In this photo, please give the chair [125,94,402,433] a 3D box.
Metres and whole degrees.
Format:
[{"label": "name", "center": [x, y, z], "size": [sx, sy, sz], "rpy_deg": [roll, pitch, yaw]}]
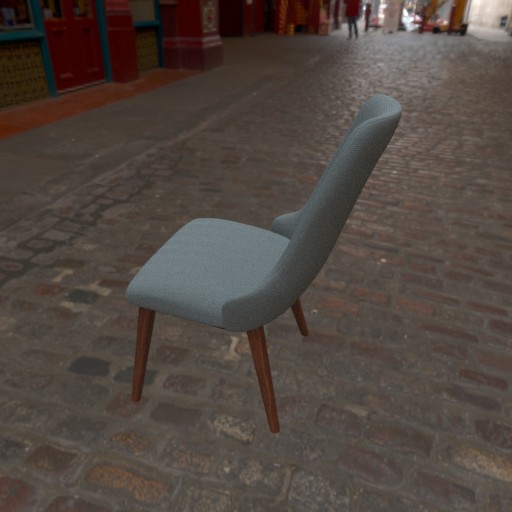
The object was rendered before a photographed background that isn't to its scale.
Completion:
[{"label": "chair", "center": [0.000, 0.000, 1.342], "size": [0.707, 0.918, 0.535], "rpy_deg": [9, 32, 15]}]
